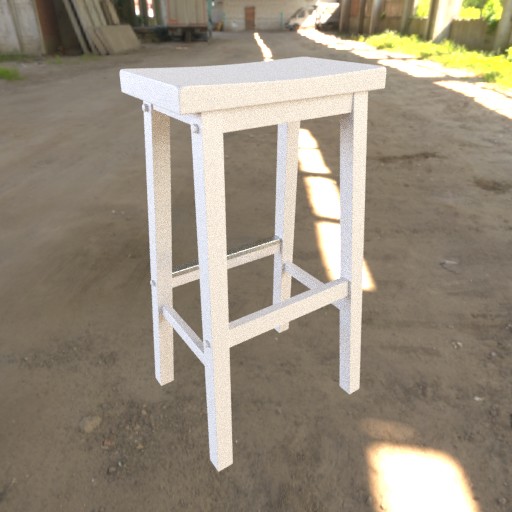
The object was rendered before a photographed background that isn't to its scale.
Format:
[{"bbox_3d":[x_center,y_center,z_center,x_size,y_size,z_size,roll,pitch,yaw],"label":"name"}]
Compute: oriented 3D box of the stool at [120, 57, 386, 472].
[{"bbox_3d":[0.000,0.000,0.944,0.406,0.742,0.322,-18,34,-29],"label":"stool"}]
